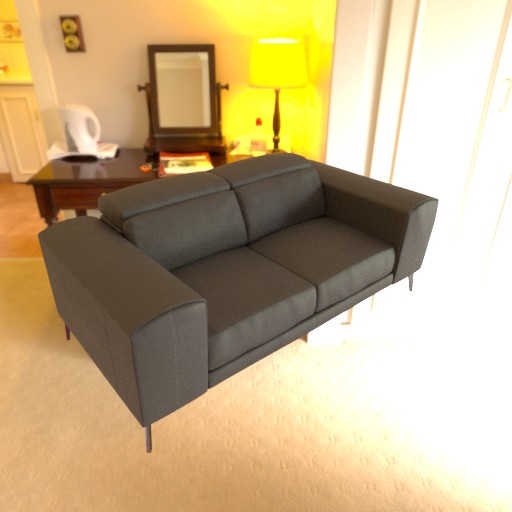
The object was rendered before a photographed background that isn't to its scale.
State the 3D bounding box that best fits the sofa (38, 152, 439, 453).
[{"bbox_3d":[0.000,0.000,2.387,1.895,0.779,1.003,-22,35,-34],"label":"sofa"}]
